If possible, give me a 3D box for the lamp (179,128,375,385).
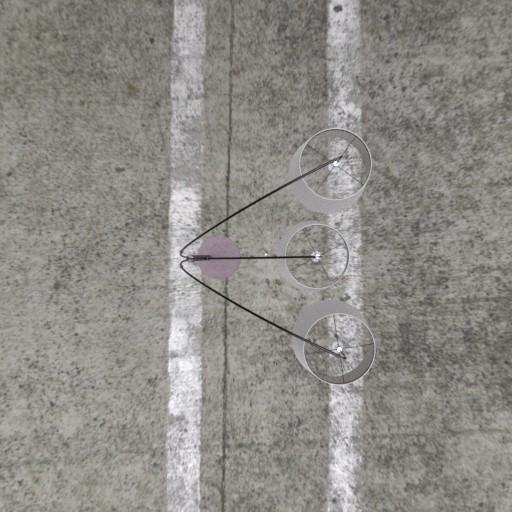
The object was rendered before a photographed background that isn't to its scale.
[{"bbox_3d":[0.000,0.000,2.386,0.924,1.950,0.951,0,90,1],"label":"lamp"}]
